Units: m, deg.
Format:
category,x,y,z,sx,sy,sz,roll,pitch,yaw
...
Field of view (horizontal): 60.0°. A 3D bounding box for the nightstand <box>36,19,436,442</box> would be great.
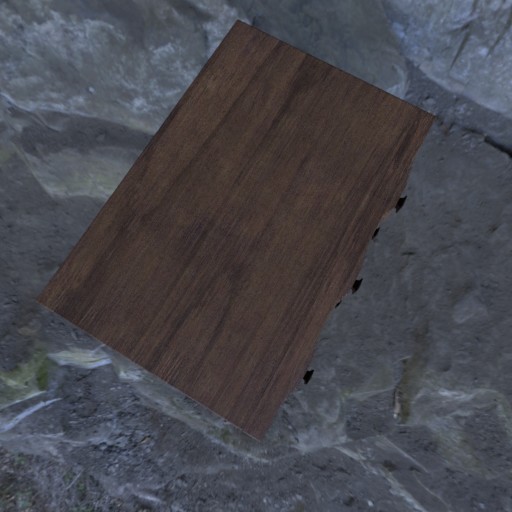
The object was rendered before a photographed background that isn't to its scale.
category,x,y,z,sx,sy,sz,roll,pitch,yaw
nightstand,0.000,0.000,1.019,0.437,0.610,0.610,29,77,7
